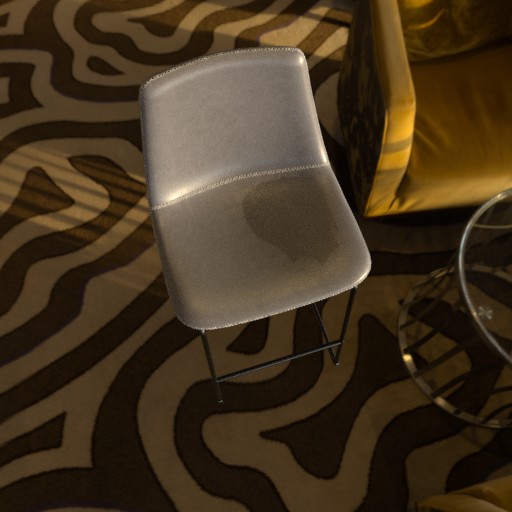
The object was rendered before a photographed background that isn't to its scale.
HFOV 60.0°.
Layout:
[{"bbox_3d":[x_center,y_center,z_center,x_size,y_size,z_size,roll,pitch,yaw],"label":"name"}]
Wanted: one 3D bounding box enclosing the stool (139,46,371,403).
[{"bbox_3d":[0.000,0.000,1.186,0.470,0.876,0.546,-16,65,-7],"label":"stool"}]
